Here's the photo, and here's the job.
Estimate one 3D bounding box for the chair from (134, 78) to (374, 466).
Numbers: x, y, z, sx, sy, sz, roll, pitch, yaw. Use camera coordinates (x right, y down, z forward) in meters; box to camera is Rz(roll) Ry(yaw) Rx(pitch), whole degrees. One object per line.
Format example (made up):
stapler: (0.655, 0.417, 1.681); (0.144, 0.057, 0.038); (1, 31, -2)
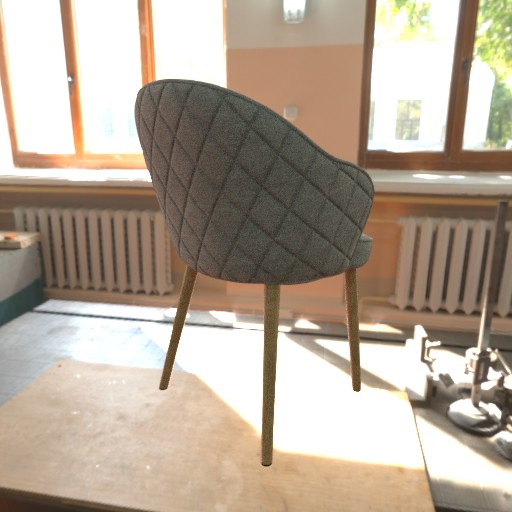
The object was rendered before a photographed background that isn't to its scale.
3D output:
chair: (0.000, 0.000, 1.131); (0.530, 0.800, 0.540); (-14, 20, -42)
